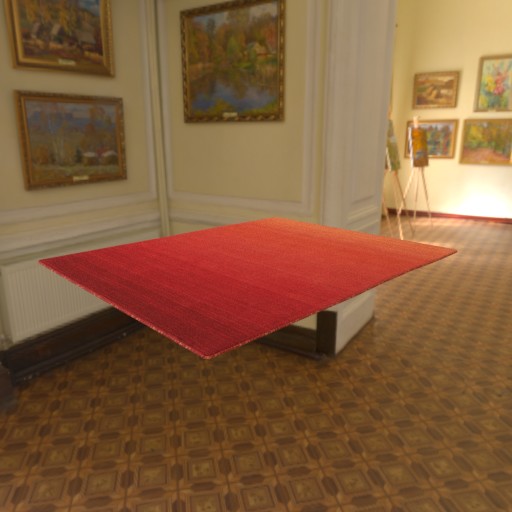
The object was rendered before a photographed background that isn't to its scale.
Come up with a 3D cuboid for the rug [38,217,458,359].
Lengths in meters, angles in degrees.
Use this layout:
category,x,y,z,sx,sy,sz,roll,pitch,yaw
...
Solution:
category,x,y,z,sx,sy,sz,roll,pitch,yaw
rug,0.000,0.000,3.898,2.905,0.028,2.340,-14,21,-42
